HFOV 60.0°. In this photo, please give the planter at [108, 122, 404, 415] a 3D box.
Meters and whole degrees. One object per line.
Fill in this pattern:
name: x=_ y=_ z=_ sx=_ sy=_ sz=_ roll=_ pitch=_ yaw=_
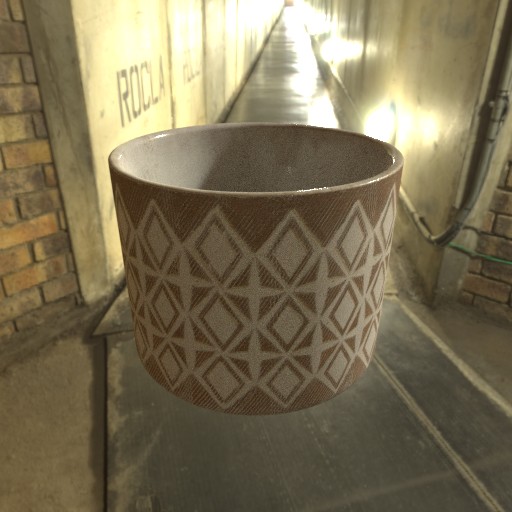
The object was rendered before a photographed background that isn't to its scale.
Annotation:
planter: x=0.000 y=0.000 z=0.338 sx=0.193 sy=0.165 sz=0.193 roll=0 pitch=27 yaw=0
